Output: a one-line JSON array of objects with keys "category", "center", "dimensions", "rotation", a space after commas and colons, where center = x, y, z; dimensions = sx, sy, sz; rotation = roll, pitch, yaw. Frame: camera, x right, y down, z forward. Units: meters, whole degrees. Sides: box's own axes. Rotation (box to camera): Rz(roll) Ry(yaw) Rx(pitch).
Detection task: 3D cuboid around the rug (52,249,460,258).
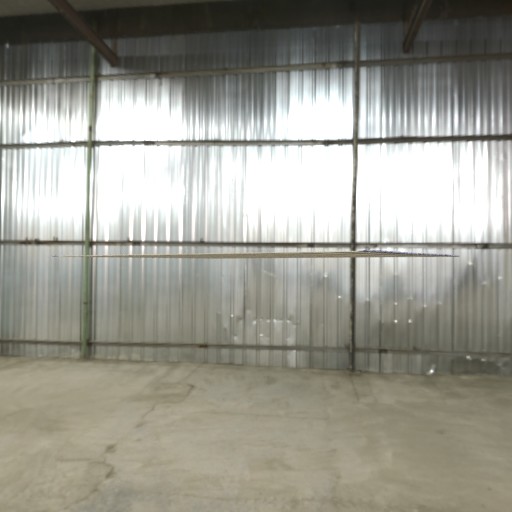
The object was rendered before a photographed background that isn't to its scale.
[{"category": "rug", "center": [0.000, 0.000, 4.518], "dimensions": [3.416, 0.016, 2.471], "rotation": [-1, -1, 36]}]
